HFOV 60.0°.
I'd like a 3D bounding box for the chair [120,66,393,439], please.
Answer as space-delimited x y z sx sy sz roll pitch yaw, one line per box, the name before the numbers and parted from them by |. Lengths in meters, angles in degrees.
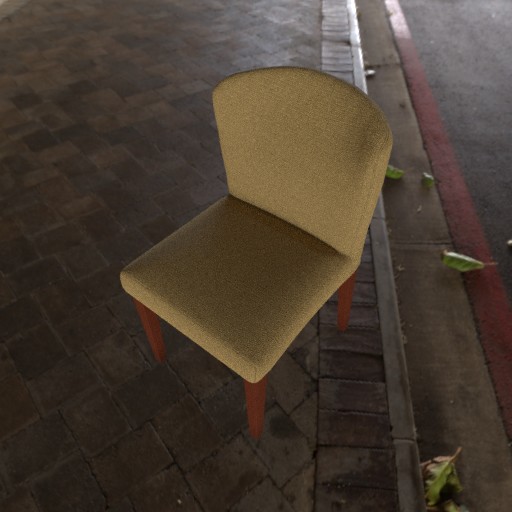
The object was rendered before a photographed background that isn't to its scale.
chair | 0.000 0.000 1.234 0.491 0.839 0.589 30 53 26
